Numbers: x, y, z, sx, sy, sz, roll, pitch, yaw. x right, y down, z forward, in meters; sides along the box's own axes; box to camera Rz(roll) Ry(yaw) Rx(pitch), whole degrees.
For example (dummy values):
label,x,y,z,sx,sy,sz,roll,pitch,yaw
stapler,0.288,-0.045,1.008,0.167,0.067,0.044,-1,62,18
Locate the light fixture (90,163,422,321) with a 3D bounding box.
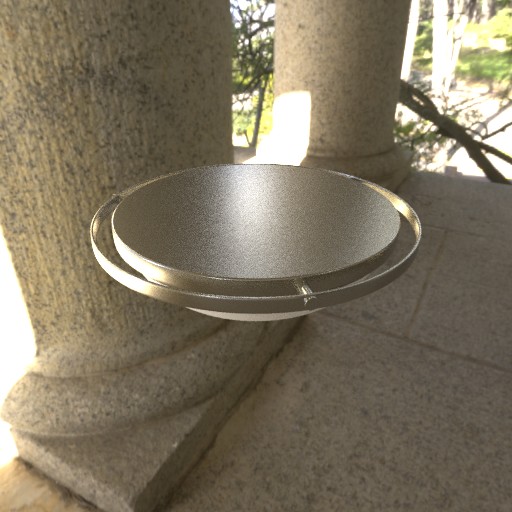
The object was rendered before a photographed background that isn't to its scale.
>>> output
label,x,y,z,sx,sy,sz,roll,pitch,yaw
light fixture,0.000,0.000,0.536,0.361,0.130,0.361,0,29,0
